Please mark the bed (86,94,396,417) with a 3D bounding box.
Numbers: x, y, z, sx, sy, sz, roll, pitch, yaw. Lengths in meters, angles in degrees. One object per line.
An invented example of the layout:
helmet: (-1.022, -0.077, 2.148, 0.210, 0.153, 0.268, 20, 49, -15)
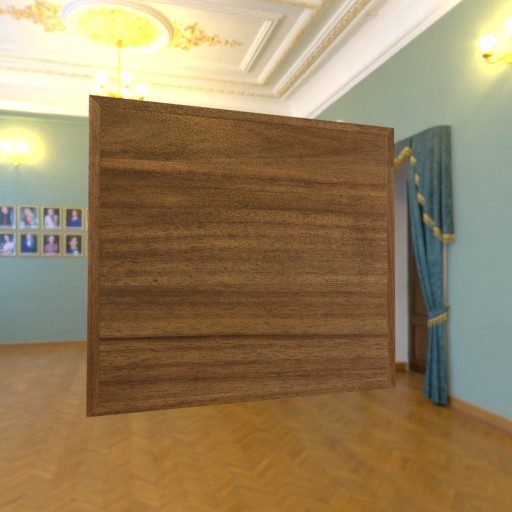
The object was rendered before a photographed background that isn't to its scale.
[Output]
bed: (0.000, 0.000, 1.466, 1.041, 0.940, 0.043, 0, -1, -18)
